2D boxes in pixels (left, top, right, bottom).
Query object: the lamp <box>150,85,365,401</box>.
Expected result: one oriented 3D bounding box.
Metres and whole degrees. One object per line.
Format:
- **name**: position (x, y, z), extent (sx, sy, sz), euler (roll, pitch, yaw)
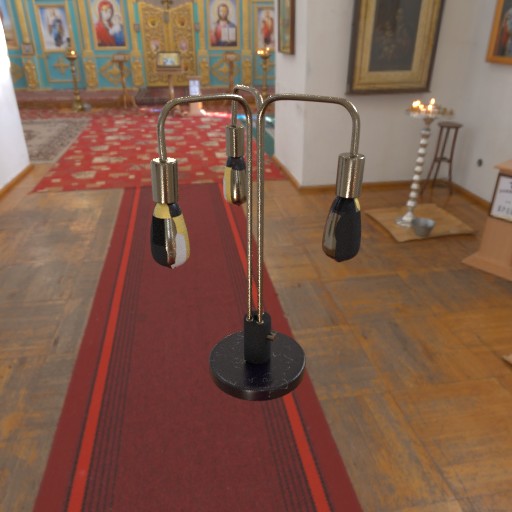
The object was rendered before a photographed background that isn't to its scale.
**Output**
- **lamp**: position (0.000, 0.000, 0.807), extent (0.368, 0.560, 0.355), euler (17, 30, 31)
